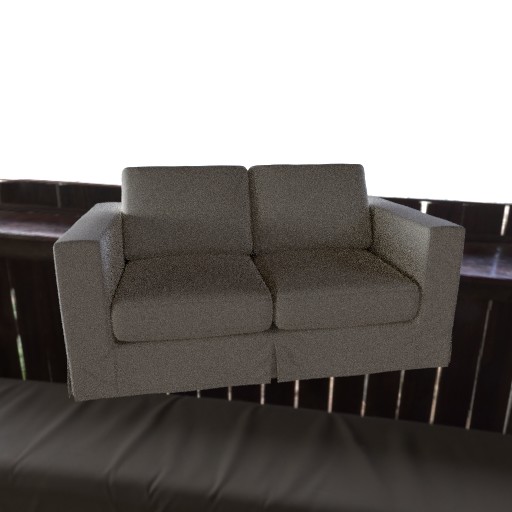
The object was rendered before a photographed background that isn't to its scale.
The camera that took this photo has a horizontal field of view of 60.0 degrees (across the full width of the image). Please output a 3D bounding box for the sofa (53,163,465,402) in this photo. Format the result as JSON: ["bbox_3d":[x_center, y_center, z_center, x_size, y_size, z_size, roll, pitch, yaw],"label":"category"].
[{"bbox_3d":[0.000,0.000,2.392,1.813,0.932,1.009,-3,16,-9],"label":"sofa"}]
